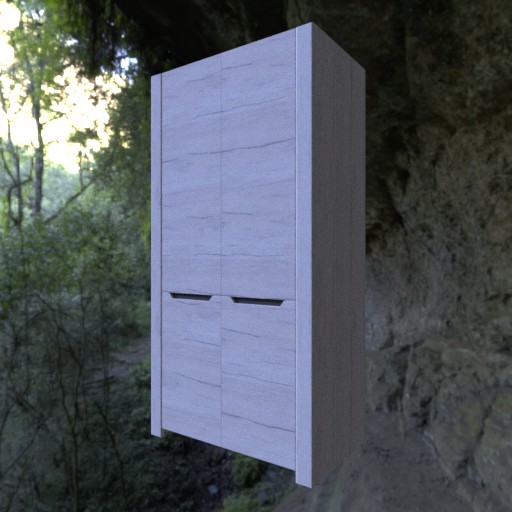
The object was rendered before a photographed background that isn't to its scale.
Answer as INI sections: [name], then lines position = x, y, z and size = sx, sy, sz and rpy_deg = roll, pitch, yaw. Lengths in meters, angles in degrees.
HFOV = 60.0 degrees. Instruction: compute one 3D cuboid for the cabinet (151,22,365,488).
[cabinet]
position = 0.000, 0.000, 2.342
size = 0.980, 1.930, 0.580
rpy_deg = 0, 0, 35
